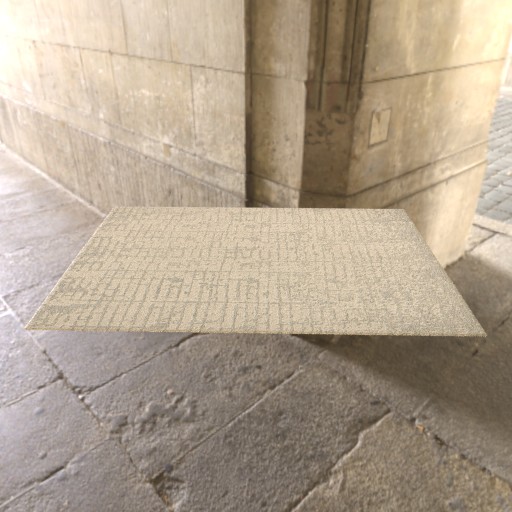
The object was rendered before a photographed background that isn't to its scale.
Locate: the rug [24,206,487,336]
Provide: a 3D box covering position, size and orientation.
[{"bbox_3d":[0.000,0.000,2.265,1.827,0.007,1.211,1,30,1],"label":"rug"}]
